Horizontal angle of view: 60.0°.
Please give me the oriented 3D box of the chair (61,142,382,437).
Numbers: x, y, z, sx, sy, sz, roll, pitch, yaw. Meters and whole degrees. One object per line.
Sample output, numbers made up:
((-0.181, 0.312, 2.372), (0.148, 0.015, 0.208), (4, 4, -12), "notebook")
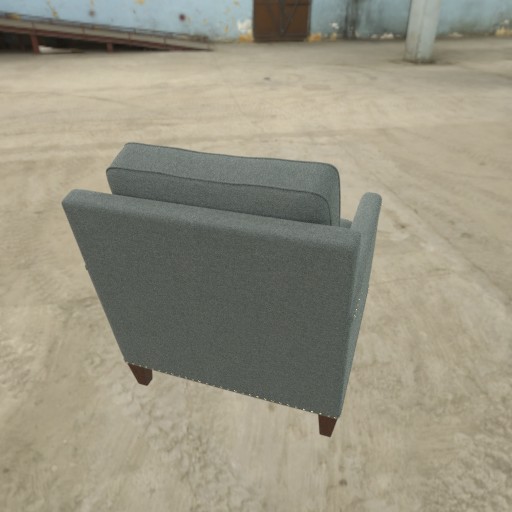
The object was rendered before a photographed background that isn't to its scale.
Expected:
((0.000, 0.000, 1.782), (0.885, 1.031, 1.031), (10, 32, 16), "chair")
